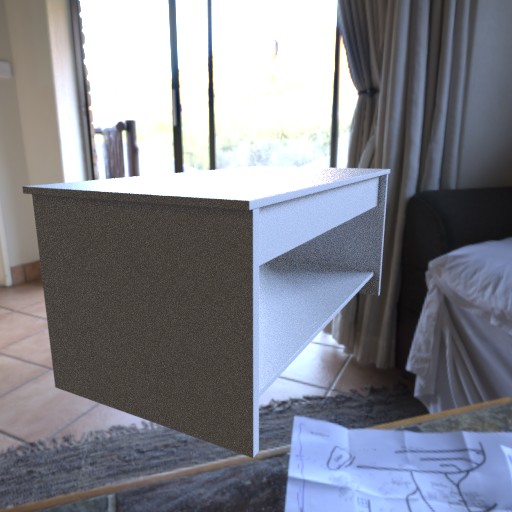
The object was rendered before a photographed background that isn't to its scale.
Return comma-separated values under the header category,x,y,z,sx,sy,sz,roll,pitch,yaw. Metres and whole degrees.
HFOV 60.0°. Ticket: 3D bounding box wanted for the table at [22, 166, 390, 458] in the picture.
category,x,y,z,sx,sy,sz,roll,pitch,yaw
table,0.000,0.000,1.229,0.500,0.441,1.000,7,16,27
